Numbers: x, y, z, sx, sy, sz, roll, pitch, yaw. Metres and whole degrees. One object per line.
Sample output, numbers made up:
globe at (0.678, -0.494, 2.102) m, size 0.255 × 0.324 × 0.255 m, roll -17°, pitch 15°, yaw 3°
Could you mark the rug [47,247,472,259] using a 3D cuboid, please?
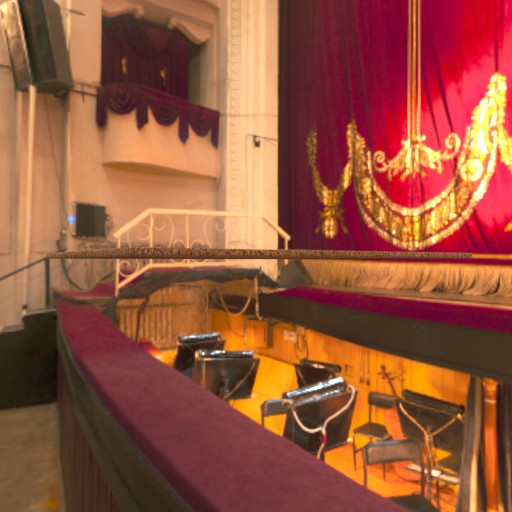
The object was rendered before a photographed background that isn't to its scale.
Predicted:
rug at (0.000, 0.000, 2.065) m, size 1.600 × 0.025 × 1.199 m, roll 0°, pitch -1°, yaw -35°
